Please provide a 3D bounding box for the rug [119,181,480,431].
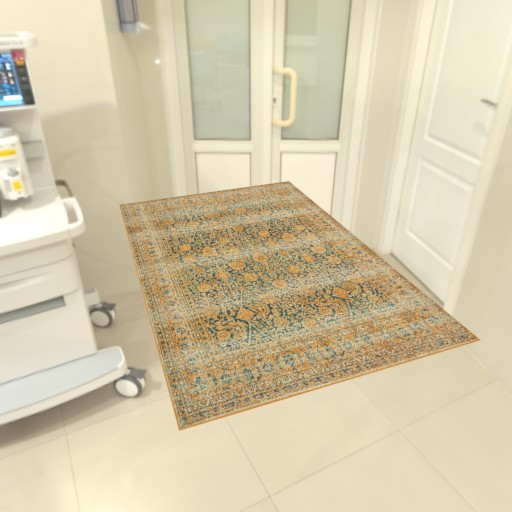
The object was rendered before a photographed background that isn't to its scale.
[{"bbox_3d":[0.000,0.000,2.930,1.525,0.007,2.336,-11,32,-18],"label":"rug"}]
